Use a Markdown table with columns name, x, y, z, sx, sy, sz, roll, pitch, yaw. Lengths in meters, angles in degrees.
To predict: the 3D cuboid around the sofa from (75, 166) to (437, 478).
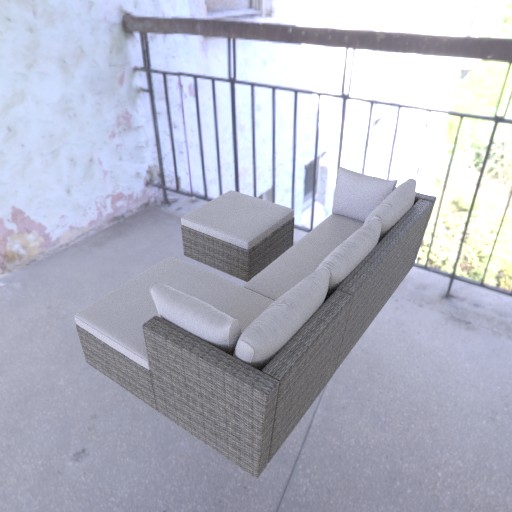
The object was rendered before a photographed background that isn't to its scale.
| name | x | y | z | sx | sy | sz | roll | pitch | yaw |
| --- | --- | --- | --- | --- | --- | --- | --- | --- | --- |
| sofa | 0.000 | 0.000 | 2.986 | 1.662 | 0.766 | 2.192 | 21 | 38 | 29 |
